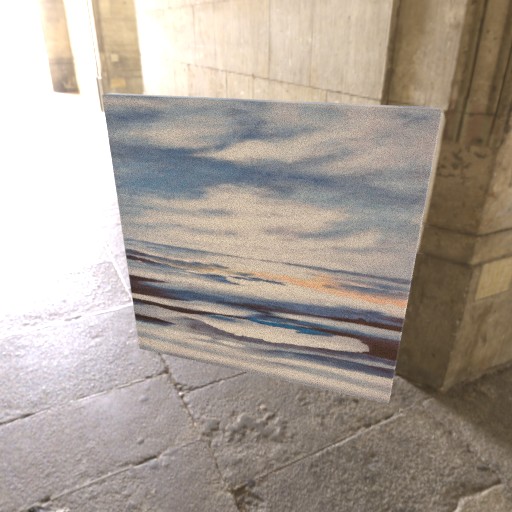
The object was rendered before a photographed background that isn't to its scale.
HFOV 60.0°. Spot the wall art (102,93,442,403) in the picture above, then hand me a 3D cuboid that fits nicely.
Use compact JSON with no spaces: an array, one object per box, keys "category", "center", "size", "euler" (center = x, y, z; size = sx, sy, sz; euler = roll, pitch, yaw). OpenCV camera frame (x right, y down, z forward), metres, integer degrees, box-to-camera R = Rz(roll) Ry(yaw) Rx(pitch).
[{"category":"wall art","center":[0.000,0.000,1.117],"size":[0.747,0.747,0.035],"euler":[8,28,16]}]
